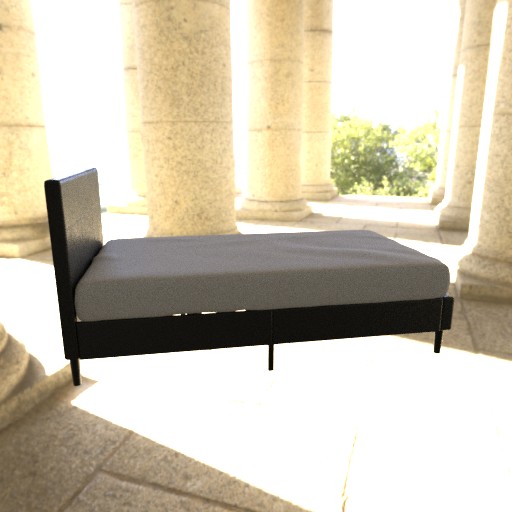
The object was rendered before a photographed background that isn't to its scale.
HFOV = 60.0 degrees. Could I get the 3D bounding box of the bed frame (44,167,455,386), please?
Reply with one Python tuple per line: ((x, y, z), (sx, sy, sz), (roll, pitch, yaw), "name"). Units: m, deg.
((0.000, 0.000, 2.609), (2.152, 1.046, 1.038), (-3, 15, -10), "bed frame")
